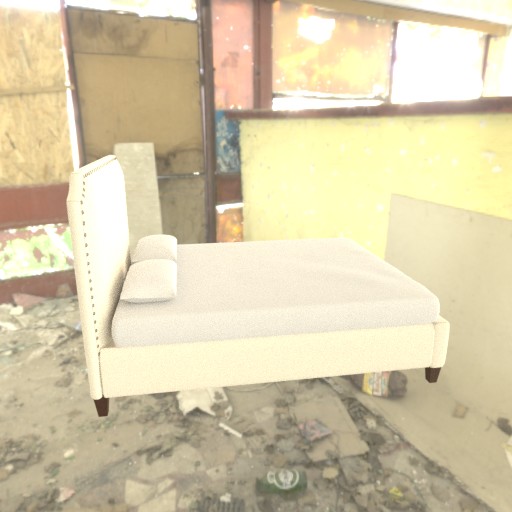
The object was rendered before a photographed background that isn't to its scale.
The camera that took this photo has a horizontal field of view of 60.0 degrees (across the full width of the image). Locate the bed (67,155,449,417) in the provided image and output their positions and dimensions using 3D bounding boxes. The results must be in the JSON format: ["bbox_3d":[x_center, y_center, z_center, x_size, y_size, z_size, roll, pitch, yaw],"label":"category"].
[{"bbox_3d":[0.000,0.000,3.488,2.372,1.497,1.712,-3,17,-9],"label":"bed"}]
